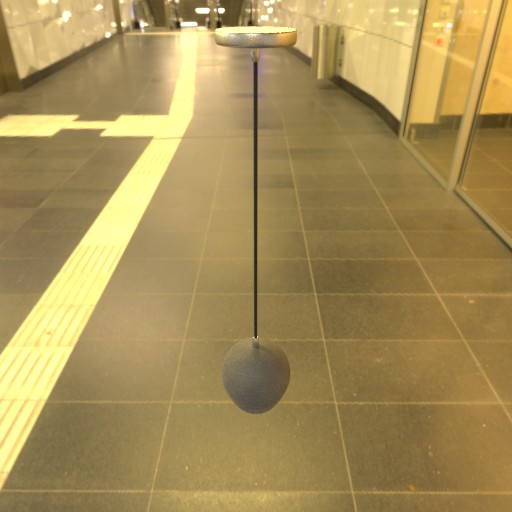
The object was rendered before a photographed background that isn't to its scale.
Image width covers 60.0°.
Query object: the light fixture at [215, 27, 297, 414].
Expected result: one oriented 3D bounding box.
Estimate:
[{"bbox_3d":[0.000,0.000,0.834,0.153,0.760,0.153,-10,32,-16],"label":"light fixture"}]
